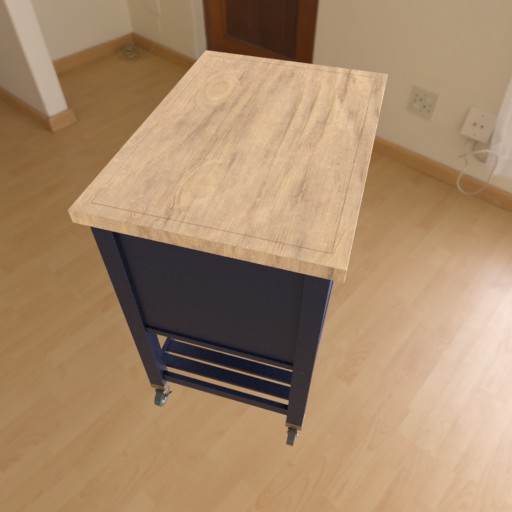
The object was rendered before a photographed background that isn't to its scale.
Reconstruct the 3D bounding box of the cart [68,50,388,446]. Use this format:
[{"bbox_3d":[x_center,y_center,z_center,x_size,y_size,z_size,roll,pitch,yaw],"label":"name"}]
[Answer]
[{"bbox_3d":[0.000,0.000,1.434,0.567,0.920,0.797,12,49,11],"label":"cart"}]
